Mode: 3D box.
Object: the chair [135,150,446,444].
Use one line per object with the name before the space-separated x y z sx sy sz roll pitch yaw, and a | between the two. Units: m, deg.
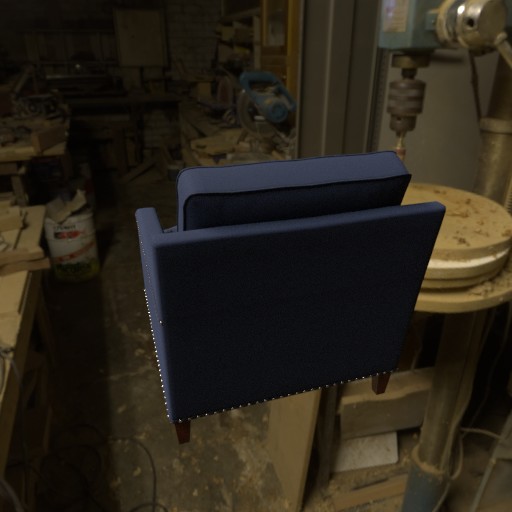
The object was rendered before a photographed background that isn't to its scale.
chair | 0.000 0.000 1.740 0.853 0.943 1.014 -8 27 -16
